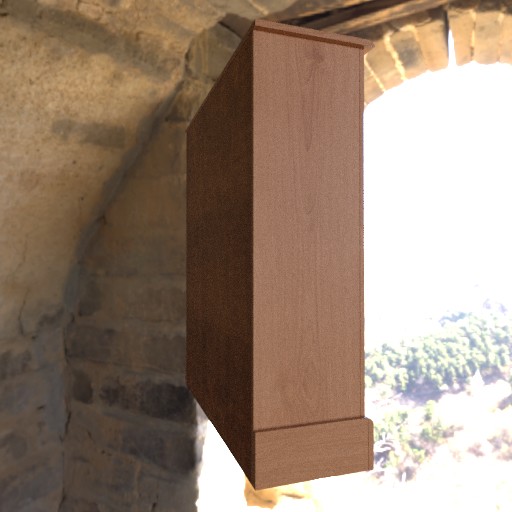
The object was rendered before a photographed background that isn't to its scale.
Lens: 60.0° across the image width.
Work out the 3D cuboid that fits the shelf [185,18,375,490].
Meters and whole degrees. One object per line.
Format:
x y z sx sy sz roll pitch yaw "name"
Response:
0.000 0.000 1.362 0.291 0.980 0.840 0 -1 -19 "shelf"
